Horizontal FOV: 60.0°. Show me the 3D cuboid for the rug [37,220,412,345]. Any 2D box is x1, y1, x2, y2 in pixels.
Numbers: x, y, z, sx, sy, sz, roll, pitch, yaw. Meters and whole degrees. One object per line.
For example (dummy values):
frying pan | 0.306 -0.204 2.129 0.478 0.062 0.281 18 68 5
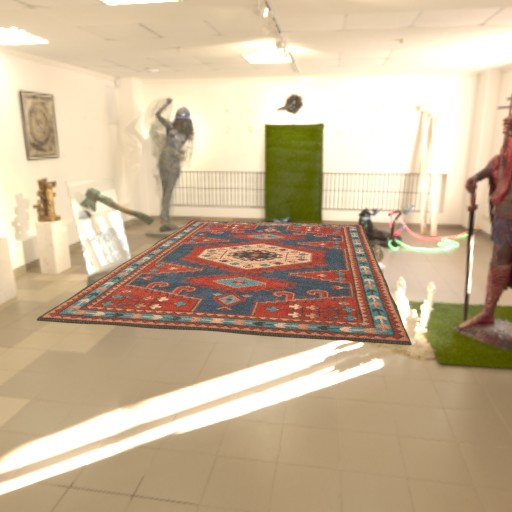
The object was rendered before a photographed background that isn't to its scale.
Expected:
rug | 0.000 0.000 2.251 1.207 0.012 1.820 2 15 8
